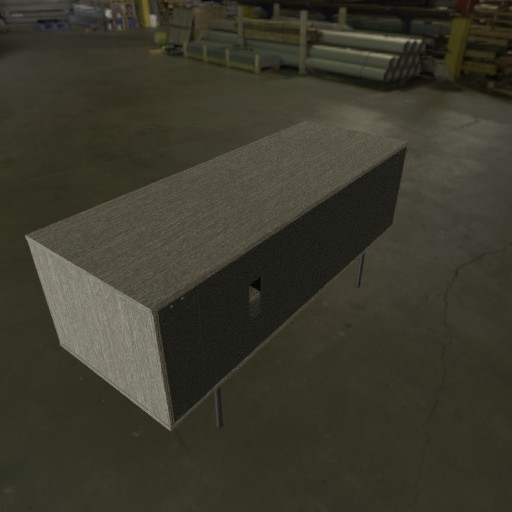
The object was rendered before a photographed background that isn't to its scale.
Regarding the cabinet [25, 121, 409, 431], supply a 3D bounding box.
[{"bbox_3d":[0.000,0.000,1.584,0.500,0.599,1.300,23,39,31],"label":"cabinet"}]
